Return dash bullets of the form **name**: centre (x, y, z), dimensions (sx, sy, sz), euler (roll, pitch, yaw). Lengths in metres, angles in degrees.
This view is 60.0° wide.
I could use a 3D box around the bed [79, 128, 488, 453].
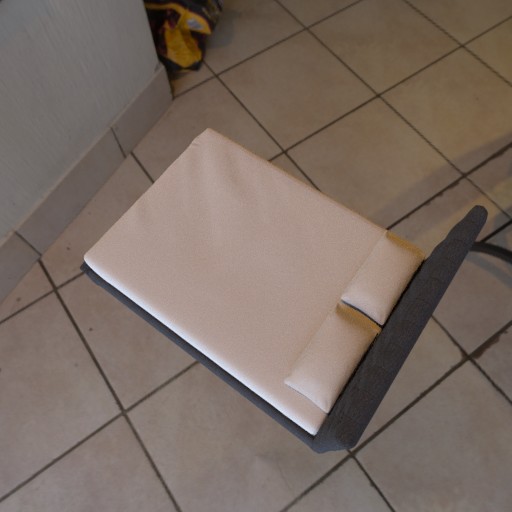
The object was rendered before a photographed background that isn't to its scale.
- **bed**: centre (0.000, 0.000, 3.368), dimensions (2.387, 1.427, 1.698), euler (33, 70, 14)
